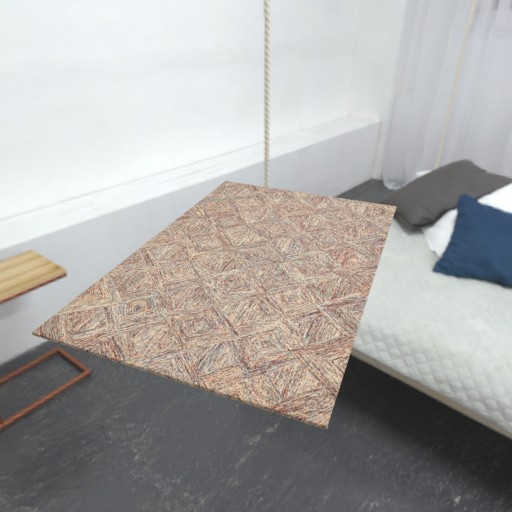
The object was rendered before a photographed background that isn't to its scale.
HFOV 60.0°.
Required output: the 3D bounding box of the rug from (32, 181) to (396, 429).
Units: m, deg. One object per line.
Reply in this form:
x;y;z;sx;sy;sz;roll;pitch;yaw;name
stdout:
0.000;0.000;2.905;1.523;0.019;2.285;12;32;19;rug
